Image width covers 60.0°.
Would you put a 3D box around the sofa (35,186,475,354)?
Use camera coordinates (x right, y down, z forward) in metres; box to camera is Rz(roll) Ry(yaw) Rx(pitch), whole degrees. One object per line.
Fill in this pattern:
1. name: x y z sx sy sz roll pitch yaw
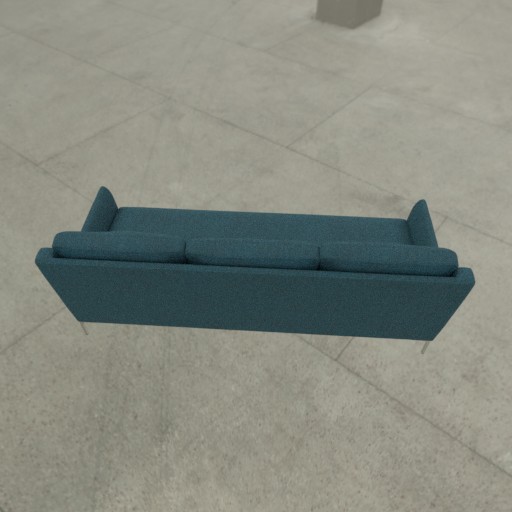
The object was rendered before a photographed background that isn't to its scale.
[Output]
1. sofa: 0.000 0.000 2.554 2.060 0.837 0.849 3 46 3
